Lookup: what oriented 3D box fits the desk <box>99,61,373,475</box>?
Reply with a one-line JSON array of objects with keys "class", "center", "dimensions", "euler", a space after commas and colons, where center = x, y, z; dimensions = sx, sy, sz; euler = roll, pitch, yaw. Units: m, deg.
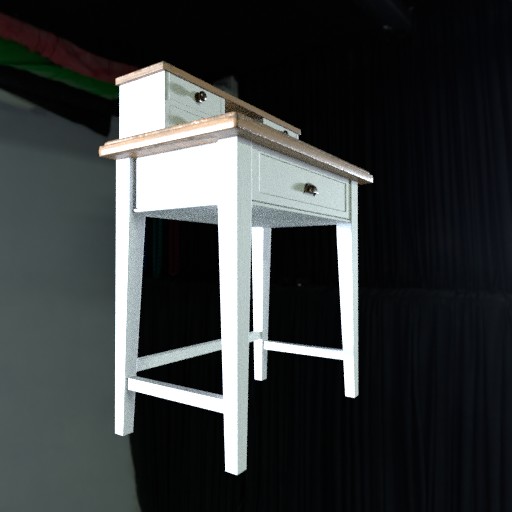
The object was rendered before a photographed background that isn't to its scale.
[{"class": "desk", "center": [0.000, 0.000, 1.390], "dimensions": [0.462, 0.981, 0.814], "euler": [0, -1, 35]}]
